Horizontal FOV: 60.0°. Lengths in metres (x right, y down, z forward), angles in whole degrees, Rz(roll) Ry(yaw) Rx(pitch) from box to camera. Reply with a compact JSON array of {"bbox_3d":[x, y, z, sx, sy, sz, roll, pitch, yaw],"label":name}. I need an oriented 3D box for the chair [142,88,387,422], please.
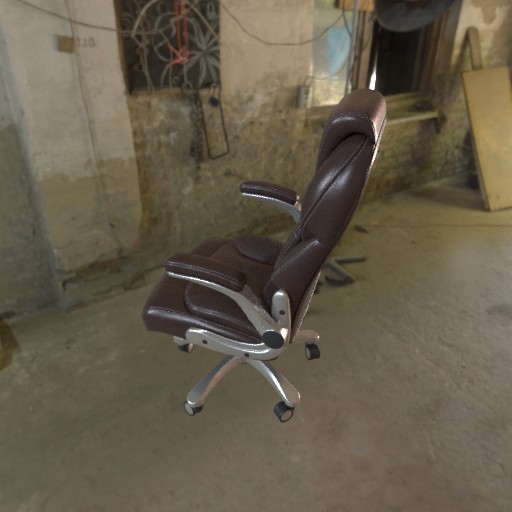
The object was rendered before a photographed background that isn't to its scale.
[{"bbox_3d":[0.000,0.000,1.625,0.774,1.160,0.733,9,31,16],"label":"chair"}]
